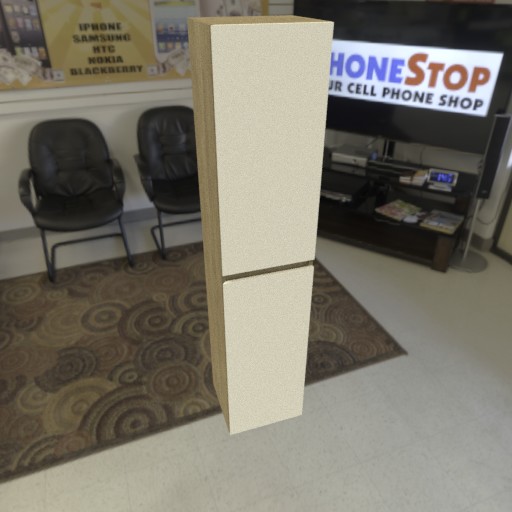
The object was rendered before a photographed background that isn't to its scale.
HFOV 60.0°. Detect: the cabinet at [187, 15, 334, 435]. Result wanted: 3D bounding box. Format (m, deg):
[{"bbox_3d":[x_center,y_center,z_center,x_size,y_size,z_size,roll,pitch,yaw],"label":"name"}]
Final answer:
[{"bbox_3d":[0.000,0.000,1.485,0.300,1.400,0.270,-10,33,-15],"label":"cabinet"}]
